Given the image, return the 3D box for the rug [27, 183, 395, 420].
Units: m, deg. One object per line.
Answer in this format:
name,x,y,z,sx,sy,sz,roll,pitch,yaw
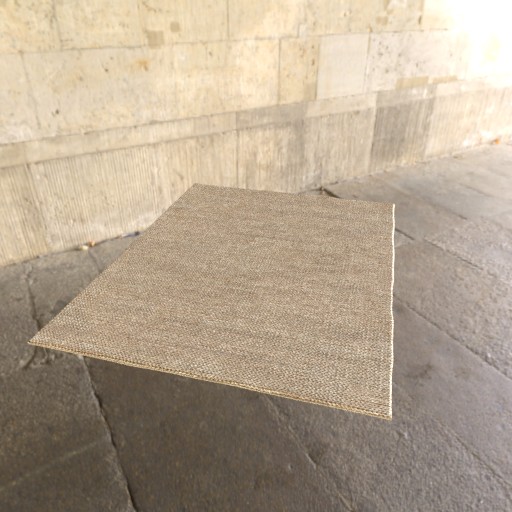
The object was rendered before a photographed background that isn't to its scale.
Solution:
rug,0.000,0.000,4.021,2.429,0.030,3.052,8,32,13
